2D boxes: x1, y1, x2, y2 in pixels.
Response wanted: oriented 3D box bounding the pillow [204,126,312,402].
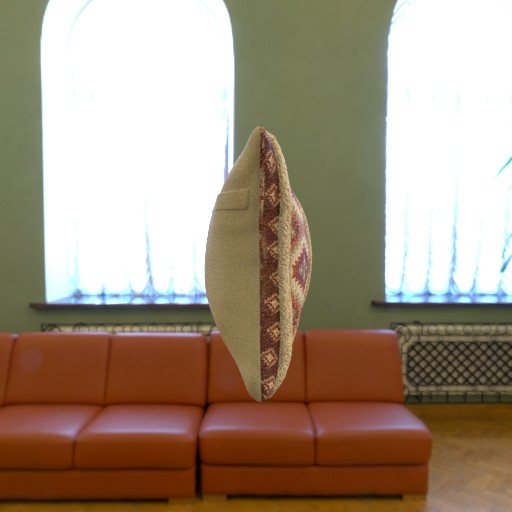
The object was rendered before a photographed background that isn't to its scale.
[{"bbox_3d":[0.000,0.000,0.743,0.161,0.295,0.608,0,2,-2],"label":"pillow"}]
